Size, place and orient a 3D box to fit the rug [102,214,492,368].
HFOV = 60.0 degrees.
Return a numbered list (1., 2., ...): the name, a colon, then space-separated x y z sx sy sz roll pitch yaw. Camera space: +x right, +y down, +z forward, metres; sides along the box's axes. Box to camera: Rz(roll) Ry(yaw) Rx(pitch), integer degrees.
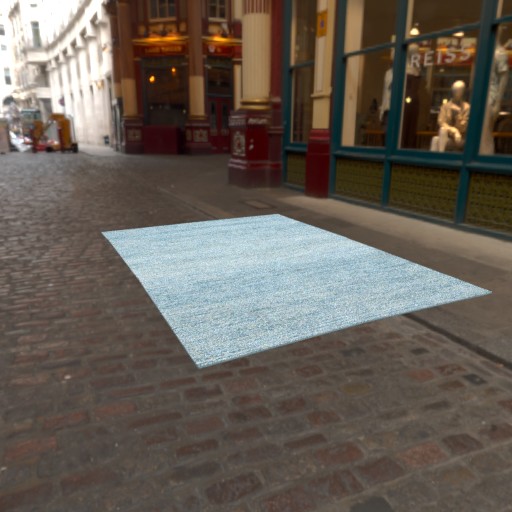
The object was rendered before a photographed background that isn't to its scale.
1. rug: 0.000 0.000 2.896 1.611 0.026 2.260 -8 19 -25
